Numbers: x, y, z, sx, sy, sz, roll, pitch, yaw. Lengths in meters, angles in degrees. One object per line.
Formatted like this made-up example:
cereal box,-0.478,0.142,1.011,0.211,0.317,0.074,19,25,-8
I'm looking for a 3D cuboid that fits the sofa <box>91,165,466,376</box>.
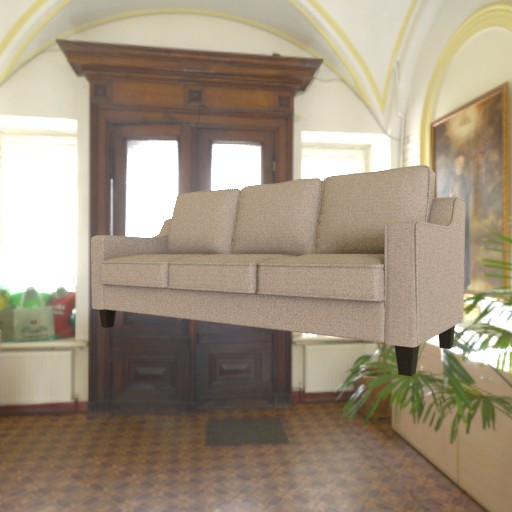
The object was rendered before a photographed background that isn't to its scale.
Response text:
sofa,0.000,0.000,2.637,2.129,0.950,0.899,0,0,36
